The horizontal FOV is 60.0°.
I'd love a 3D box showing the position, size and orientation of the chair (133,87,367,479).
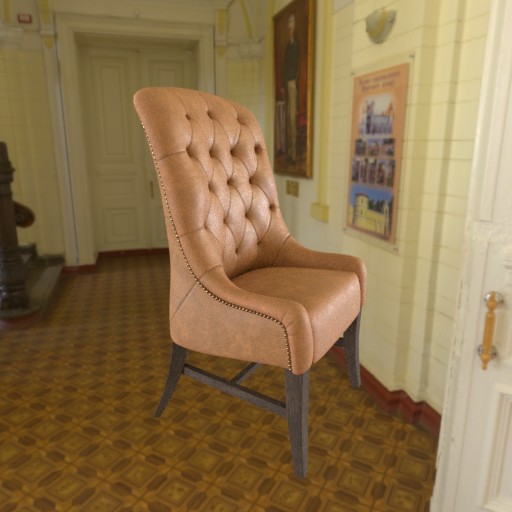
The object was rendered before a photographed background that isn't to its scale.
[{"bbox_3d":[0.000,0.000,1.499,0.629,1.091,0.634,8,16,28],"label":"chair"}]
